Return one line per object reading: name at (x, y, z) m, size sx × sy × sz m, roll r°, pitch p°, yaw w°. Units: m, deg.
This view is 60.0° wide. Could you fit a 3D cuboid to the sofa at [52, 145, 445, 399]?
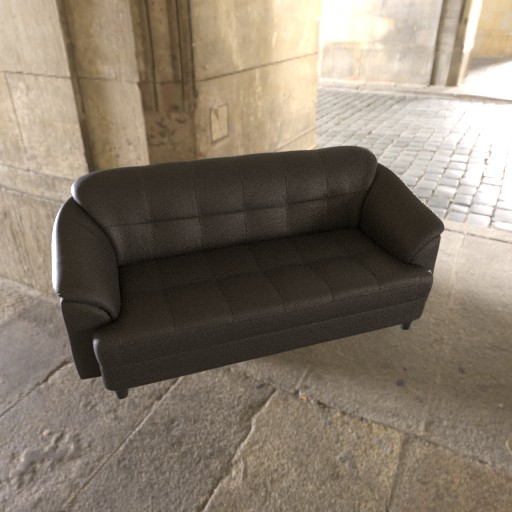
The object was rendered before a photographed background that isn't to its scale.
sofa at (0.000, 0.000, 2.226) m, size 1.829 × 0.811 × 0.800 m, roll -10°, pitch 31°, yaw -16°
